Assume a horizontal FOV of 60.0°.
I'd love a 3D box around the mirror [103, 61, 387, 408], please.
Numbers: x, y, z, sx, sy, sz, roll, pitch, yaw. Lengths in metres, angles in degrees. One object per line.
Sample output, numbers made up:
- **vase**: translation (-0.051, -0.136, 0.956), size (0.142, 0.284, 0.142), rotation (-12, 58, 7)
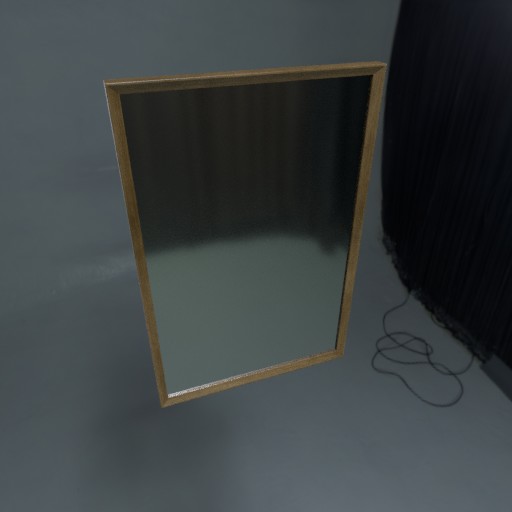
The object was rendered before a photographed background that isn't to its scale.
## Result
- **mirror**: translation (0.000, 0.000, 1.168), size (0.609, 0.915, 0.041), rotation (-11, 34, -17)
